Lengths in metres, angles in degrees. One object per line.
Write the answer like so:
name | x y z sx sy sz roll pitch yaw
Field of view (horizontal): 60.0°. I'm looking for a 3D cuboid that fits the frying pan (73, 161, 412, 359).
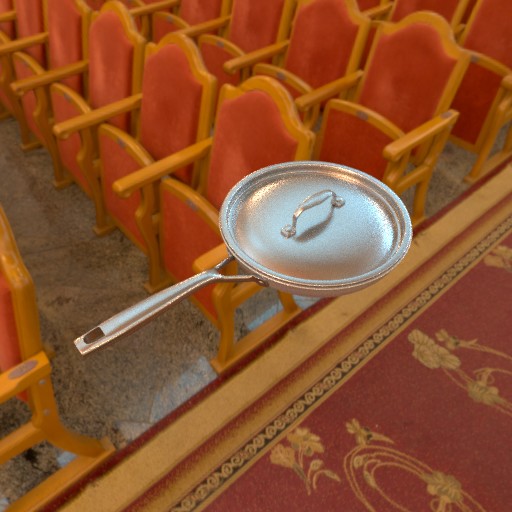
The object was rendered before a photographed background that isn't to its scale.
frying pan | 0.000 0.000 0.592 0.490 0.086 0.272 -31 53 -27
